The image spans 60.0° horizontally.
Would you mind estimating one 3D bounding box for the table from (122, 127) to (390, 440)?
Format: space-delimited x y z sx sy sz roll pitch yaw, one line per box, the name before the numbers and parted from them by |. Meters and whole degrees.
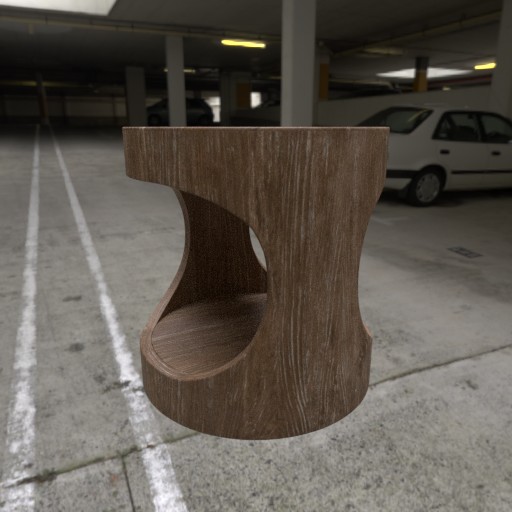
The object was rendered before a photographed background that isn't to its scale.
table | 0.000 0.000 0.986 0.527 0.551 0.527 0 16 0
